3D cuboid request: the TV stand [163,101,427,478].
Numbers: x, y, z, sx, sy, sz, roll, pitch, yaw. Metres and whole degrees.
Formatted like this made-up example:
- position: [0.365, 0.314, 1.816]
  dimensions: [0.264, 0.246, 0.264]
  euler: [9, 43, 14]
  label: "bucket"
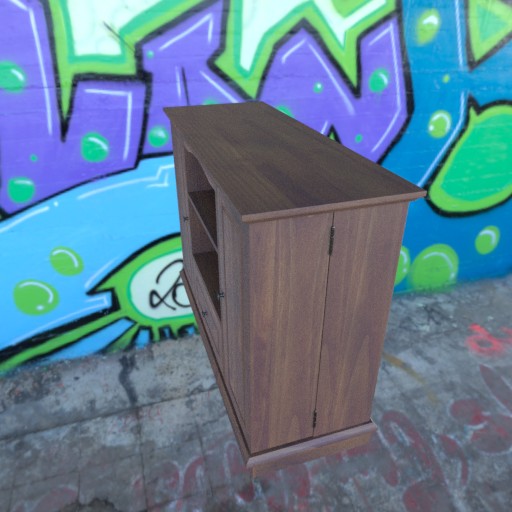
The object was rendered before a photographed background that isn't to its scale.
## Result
- position: [0.000, 0.000, 1.517]
  dimensions: [0.406, 0.813, 1.067]
  euler: [-9, 31, -16]
  label: "TV stand"
